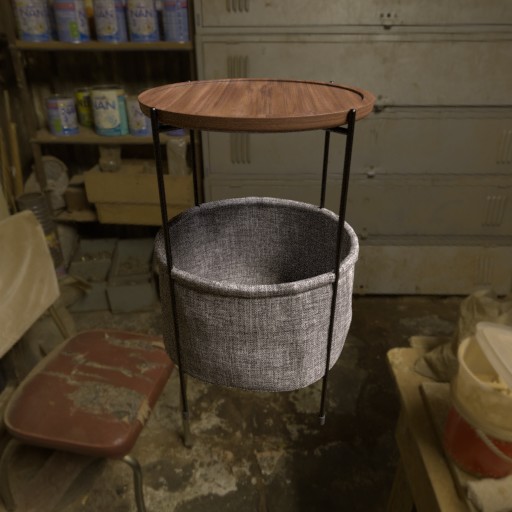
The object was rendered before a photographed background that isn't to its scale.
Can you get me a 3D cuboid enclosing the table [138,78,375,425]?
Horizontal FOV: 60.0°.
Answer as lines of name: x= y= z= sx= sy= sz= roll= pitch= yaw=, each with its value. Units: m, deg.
table: x=0.000 y=0.000 z=0.890 sx=0.400 sy=0.623 sz=0.400 roll=1 pitch=29 yaw=2
